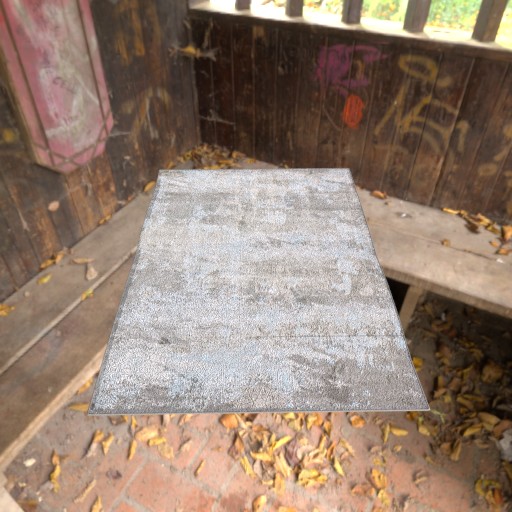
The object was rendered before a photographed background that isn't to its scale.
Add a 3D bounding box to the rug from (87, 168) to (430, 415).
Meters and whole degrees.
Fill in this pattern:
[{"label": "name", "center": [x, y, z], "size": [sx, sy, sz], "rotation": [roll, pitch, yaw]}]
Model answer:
[{"label": "rug", "center": [0.000, 0.000, 4.321], "size": [2.393, 0.013, 3.307], "rotation": [-1, 41, -1]}]
